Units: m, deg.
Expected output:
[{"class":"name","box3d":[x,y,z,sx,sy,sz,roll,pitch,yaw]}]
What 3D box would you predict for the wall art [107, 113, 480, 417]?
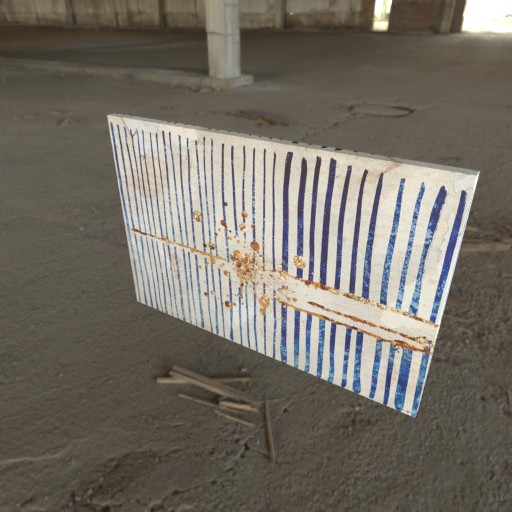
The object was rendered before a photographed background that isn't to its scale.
[{"class":"wall art","box3d":[0.000,0.000,1.417,1.143,0.757,0.038,17,34,27]}]
